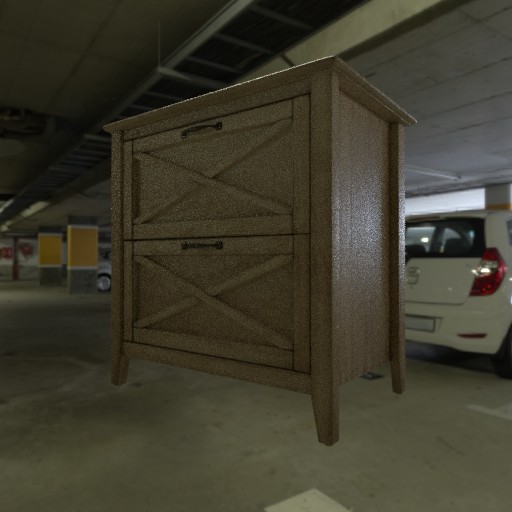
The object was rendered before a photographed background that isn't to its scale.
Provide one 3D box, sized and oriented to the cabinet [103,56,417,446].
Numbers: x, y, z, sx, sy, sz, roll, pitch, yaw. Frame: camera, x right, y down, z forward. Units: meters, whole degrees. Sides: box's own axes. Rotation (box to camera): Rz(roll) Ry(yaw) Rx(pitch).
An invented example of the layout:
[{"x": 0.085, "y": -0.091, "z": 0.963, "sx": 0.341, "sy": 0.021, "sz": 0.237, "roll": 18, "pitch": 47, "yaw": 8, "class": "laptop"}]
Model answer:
[{"x": 0.000, "y": 0.000, "z": 1.270, "sx": 0.763, "sy": 0.762, "sz": 0.503, "roll": 0, "pitch": -1, "yaw": 37, "class": "cabinet"}]
